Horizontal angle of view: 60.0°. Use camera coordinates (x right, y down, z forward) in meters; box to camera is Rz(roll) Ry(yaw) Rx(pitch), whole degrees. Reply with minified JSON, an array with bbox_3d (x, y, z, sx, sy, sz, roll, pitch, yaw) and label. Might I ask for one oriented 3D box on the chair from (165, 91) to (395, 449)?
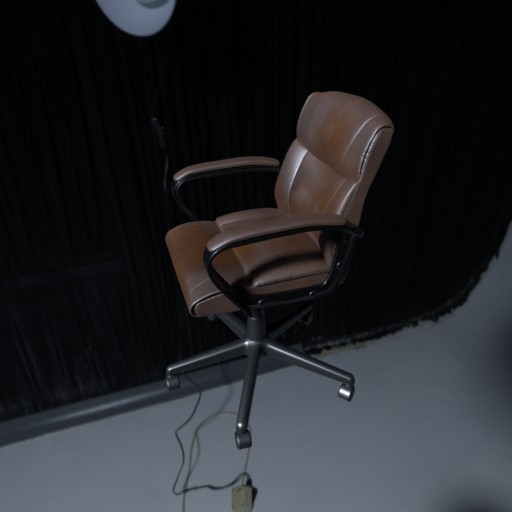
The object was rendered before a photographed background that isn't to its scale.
[{"bbox_3d":[0.000,0.000,1.512,0.717,1.004,0.739,-10,32,-15],"label":"chair"}]
